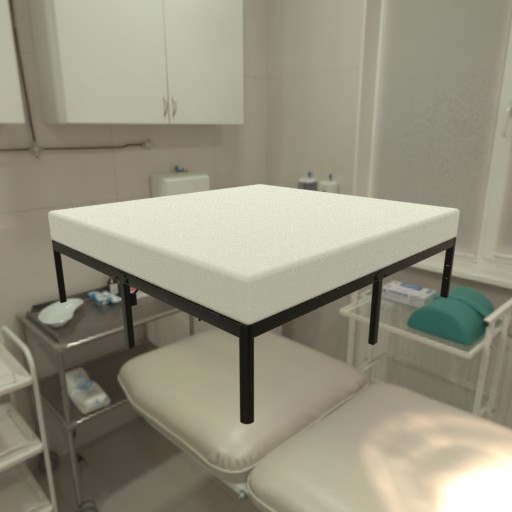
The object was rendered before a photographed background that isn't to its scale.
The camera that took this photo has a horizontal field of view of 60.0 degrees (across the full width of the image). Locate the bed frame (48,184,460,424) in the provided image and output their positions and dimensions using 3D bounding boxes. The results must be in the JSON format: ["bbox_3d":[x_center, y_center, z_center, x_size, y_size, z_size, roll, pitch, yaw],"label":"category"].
[{"bbox_3d":[0.000,0.000,3.125,1.963,0.659,2.079,16,23,43],"label":"bed frame"}]
